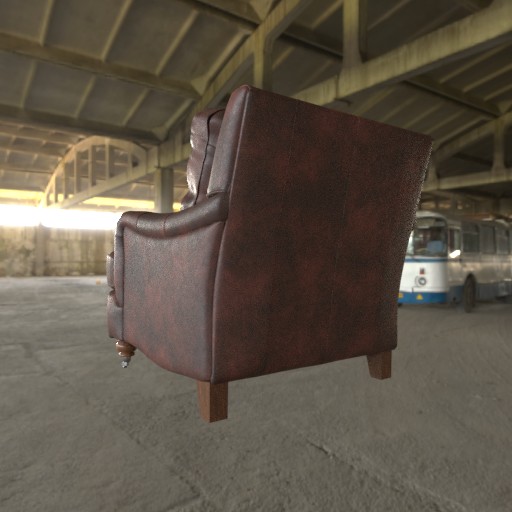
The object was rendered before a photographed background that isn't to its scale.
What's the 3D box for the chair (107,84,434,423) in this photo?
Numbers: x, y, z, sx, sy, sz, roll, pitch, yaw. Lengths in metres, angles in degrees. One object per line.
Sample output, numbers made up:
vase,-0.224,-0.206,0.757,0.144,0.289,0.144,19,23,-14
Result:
chair,0.000,0.000,1.912,0.987,1.051,1.156,0,0,-36
